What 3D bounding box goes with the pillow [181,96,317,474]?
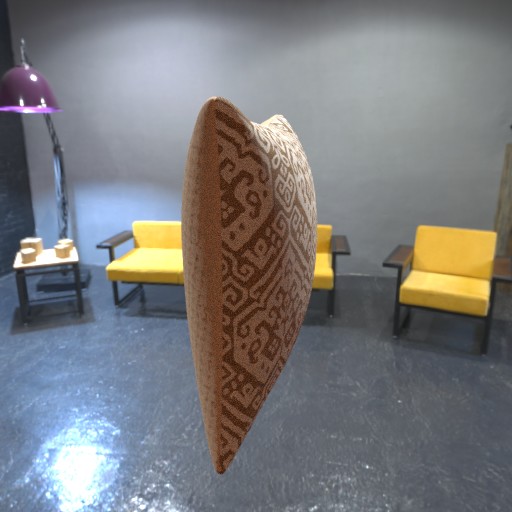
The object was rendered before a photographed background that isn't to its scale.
[{"bbox_3d":[0.000,0.000,0.642,0.173,0.407,0.419,3,15,11],"label":"pillow"}]
